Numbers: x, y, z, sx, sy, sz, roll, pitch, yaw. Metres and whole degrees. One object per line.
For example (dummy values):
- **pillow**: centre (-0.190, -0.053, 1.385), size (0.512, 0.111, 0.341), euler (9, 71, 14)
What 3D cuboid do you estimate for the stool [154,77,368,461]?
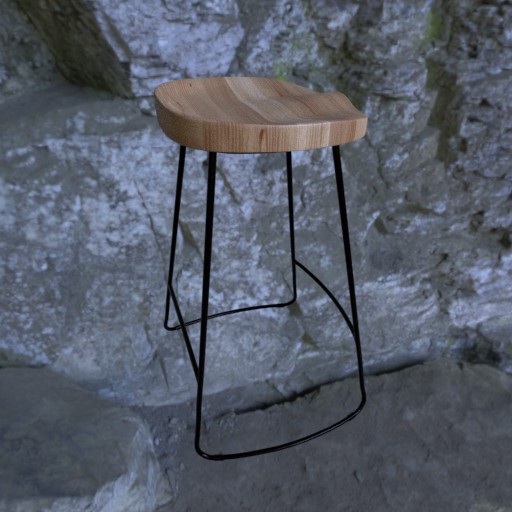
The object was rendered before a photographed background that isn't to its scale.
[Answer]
- **stool**: centre (0.000, 0.000, 0.958), size (0.401, 0.679, 0.480), euler (-10, 33, -16)
